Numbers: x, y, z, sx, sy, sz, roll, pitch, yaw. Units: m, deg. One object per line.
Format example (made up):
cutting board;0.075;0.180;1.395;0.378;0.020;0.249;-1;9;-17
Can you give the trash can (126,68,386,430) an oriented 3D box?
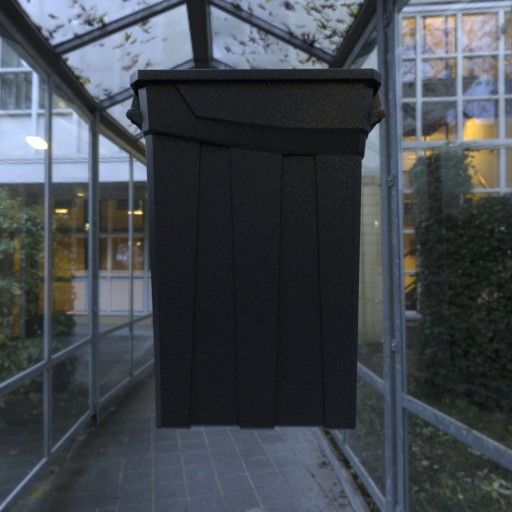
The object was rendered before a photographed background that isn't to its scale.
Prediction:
trash can;0.000;0.000;1.041;0.559;0.762;0.281;0;-1;1
